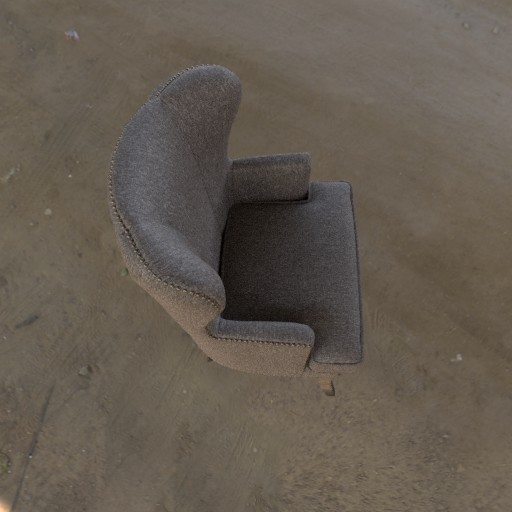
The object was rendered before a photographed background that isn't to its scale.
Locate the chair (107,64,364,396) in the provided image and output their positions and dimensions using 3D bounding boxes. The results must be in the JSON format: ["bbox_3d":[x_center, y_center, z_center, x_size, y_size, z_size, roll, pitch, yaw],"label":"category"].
[{"bbox_3d":[0.000,0.000,1.588,0.758,1.060,0.759,2,62,1],"label":"chair"}]
